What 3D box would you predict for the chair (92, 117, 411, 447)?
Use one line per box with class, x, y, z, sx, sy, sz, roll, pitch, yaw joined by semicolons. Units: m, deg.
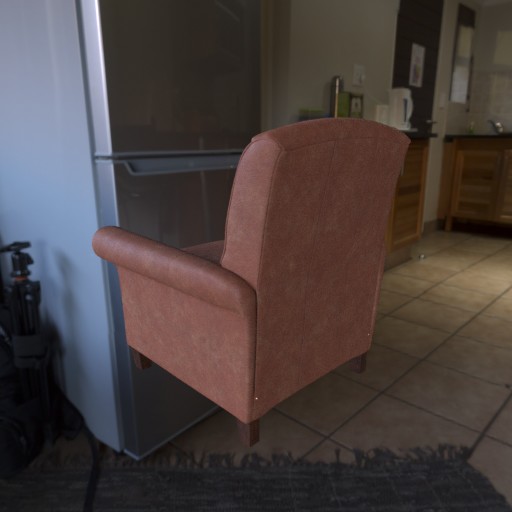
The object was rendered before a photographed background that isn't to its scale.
chair;0.000;0.000;1.805;0.978;1.061;0.902;-15;22;-42
